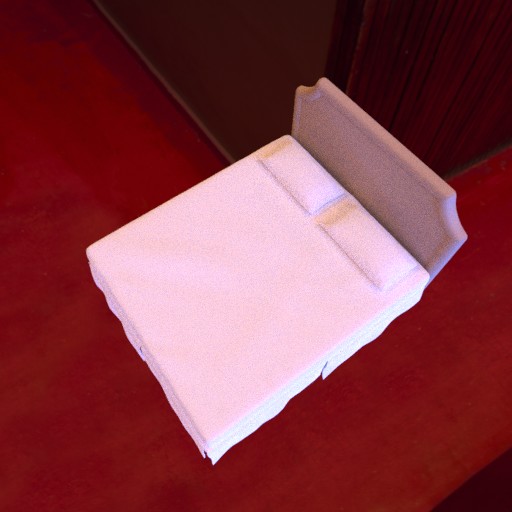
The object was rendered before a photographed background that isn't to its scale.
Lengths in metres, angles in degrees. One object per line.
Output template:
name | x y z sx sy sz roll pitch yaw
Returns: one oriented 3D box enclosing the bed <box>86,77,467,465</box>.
bed | 0.000 0.000 4.132 2.773 1.590 2.350 -33 67 -16
